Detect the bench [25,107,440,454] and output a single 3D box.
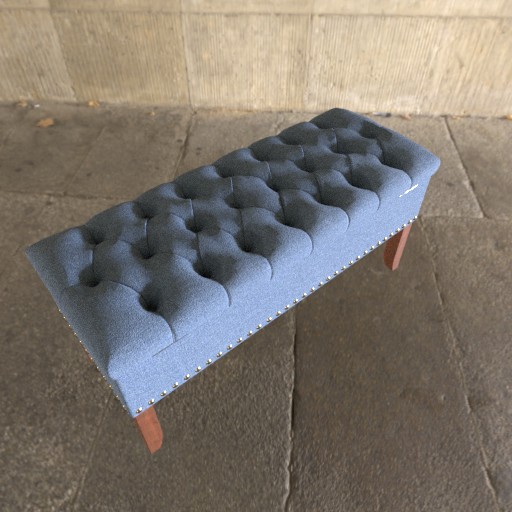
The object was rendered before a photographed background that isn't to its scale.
[{"bbox_3d":[0.000,0.000,1.287,1.052,0.492,0.417,-31,53,-27],"label":"bench"}]
